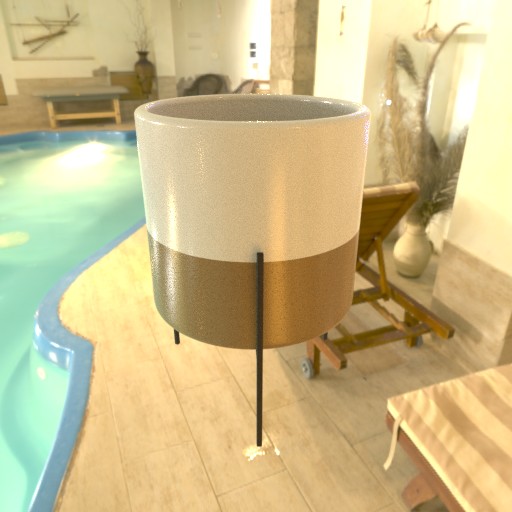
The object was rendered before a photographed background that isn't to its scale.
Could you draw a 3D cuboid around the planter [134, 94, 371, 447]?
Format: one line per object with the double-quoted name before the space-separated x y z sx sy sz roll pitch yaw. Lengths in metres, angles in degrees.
"planter" 0.000 0.000 0.665 0.310 0.432 0.310 -8 27 -16
